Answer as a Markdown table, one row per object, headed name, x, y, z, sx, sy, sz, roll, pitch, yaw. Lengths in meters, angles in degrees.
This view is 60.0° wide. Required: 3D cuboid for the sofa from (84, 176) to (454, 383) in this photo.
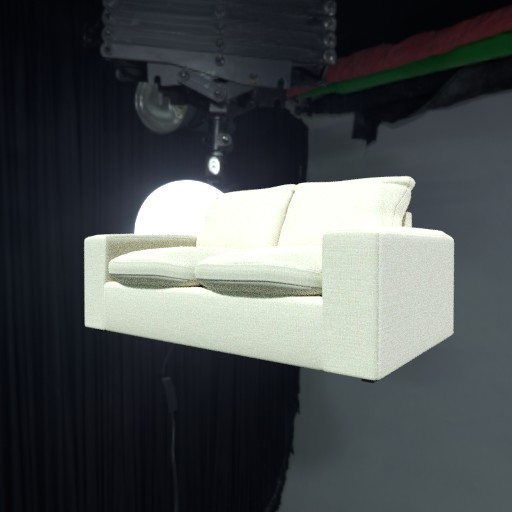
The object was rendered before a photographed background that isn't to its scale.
| name | x | y | z | sx | sy | sz | roll | pitch | yaw |
| --- | --- | --- | --- | --- | --- | --- | --- | --- | --- |
| sofa | 0.000 | 0.000 | 2.390 | 1.754 | 0.875 | 1.091 | 1 | 1 | 37 |
